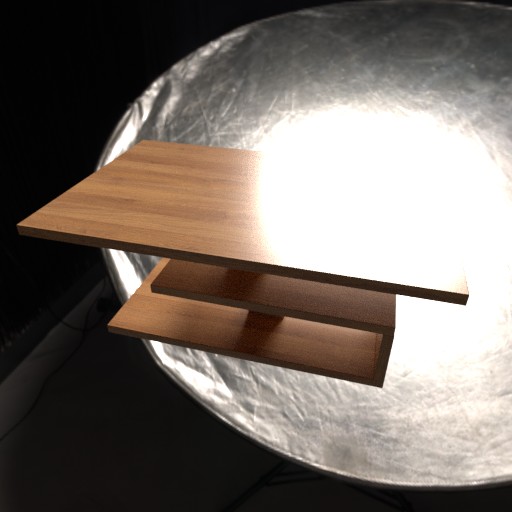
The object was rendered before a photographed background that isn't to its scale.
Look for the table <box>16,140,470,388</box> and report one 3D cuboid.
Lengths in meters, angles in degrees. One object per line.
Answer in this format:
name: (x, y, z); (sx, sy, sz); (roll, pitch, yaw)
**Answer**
table: (0.000, 0.000, 1.431); (1.100, 0.442, 0.700); (9, 34, 13)
